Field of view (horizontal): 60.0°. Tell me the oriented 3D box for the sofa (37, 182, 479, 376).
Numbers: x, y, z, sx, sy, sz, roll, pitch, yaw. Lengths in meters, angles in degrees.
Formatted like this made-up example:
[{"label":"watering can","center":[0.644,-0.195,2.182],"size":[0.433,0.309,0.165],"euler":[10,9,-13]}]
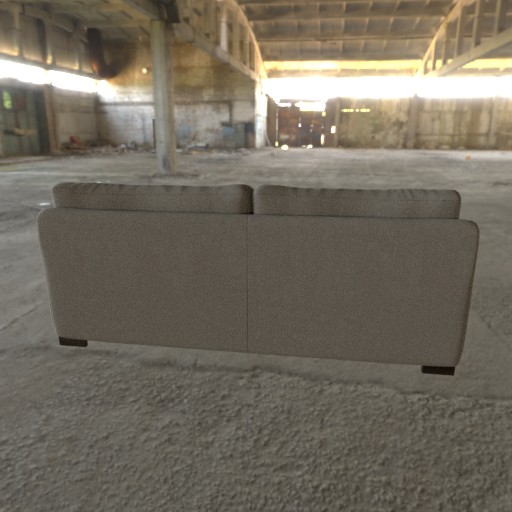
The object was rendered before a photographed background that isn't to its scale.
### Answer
[{"label":"sofa","center":[0.000,0.000,2.819],"size":[2.354,0.980,0.962],"euler":[2,16,8]}]
